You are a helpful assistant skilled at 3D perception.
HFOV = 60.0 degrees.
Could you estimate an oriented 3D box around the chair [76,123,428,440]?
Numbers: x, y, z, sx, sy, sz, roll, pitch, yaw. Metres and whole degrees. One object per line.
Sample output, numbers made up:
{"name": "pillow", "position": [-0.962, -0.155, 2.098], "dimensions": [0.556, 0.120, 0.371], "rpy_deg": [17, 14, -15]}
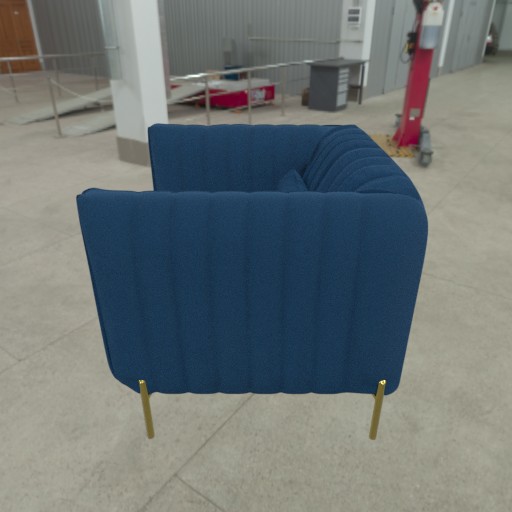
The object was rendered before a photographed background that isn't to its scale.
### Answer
{"name": "chair", "position": [0.000, 0.000, 1.589], "dimensions": [0.877, 0.793, 0.947], "rpy_deg": [0, 28, 0]}
